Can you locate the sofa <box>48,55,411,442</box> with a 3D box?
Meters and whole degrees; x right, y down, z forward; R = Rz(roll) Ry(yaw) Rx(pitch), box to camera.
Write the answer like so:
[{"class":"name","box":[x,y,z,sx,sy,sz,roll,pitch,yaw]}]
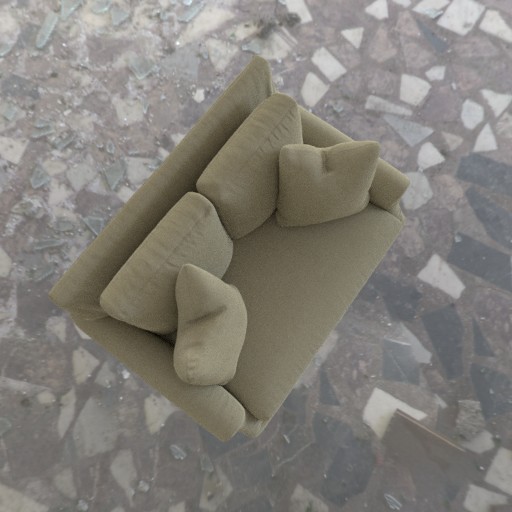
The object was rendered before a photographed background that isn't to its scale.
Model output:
[{"class":"sofa","box":[0.000,0.000,2.190,1.070,0.905,1.550,36,78,9]}]
